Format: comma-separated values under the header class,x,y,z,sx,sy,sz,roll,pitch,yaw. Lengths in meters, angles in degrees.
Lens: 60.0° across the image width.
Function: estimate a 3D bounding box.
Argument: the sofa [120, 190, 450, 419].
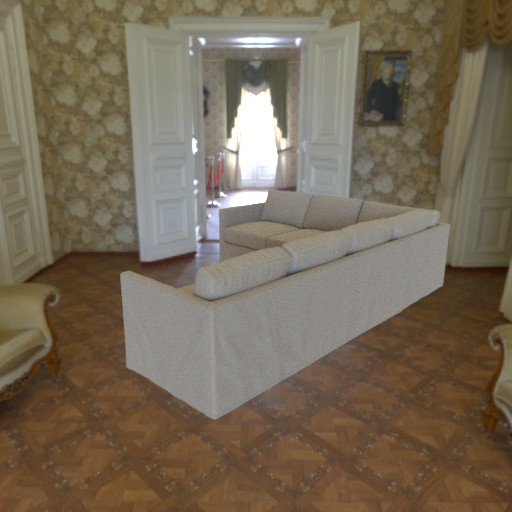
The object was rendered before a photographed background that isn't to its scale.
class,x,y,z,sx,sy,sz,roll,pitch,yaw
sofa,0.000,0.000,4.244,2.432,0.871,3.182,14,21,42
